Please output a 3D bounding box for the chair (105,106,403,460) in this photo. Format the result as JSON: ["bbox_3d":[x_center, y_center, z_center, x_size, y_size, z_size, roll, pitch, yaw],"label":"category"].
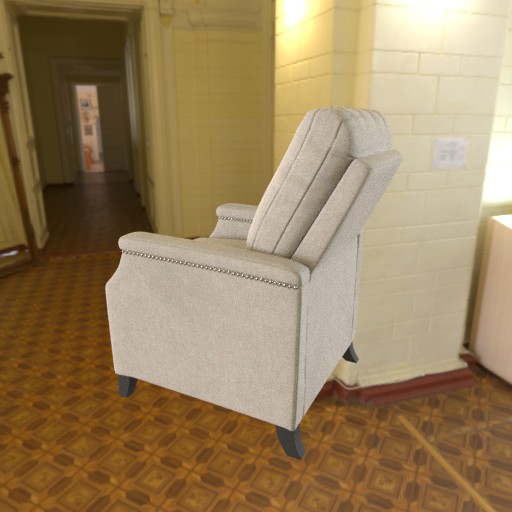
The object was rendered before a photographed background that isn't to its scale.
[{"bbox_3d":[0.000,0.000,1.657,0.922,1.049,0.710,9,19,26],"label":"chair"}]
